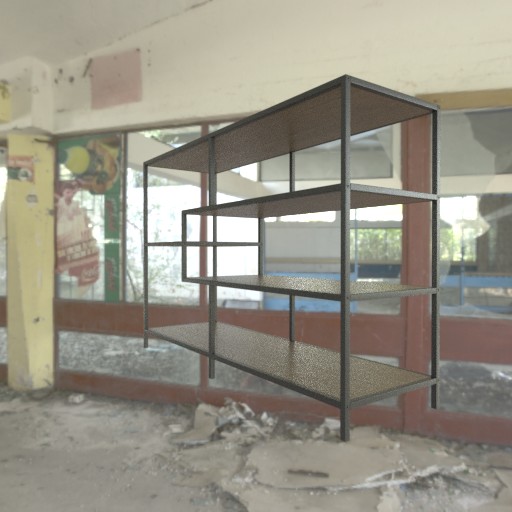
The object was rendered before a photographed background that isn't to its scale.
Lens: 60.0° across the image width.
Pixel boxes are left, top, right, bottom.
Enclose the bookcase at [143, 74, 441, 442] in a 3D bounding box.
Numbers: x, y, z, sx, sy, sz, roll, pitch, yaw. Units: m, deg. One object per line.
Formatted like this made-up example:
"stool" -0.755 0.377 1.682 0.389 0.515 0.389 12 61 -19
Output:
"bookcase" 0.000 0.000 1.503 0.350 0.780 1.140 0 1 -36
